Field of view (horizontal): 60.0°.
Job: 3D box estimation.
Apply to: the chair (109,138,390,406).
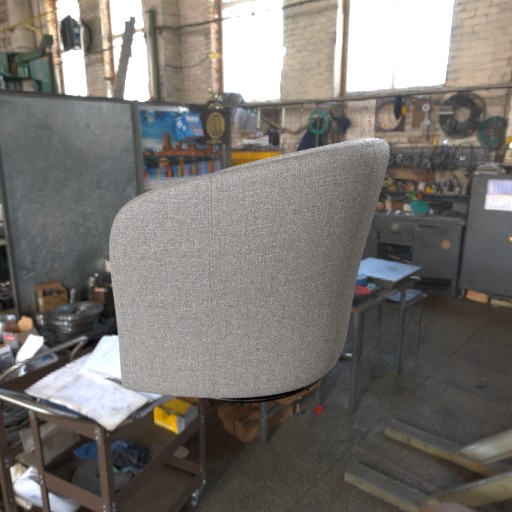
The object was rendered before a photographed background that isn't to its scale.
[{"bbox_3d":[0.000,0.000,1.499,0.815,0.771,0.791,2,14,8],"label":"chair"}]
